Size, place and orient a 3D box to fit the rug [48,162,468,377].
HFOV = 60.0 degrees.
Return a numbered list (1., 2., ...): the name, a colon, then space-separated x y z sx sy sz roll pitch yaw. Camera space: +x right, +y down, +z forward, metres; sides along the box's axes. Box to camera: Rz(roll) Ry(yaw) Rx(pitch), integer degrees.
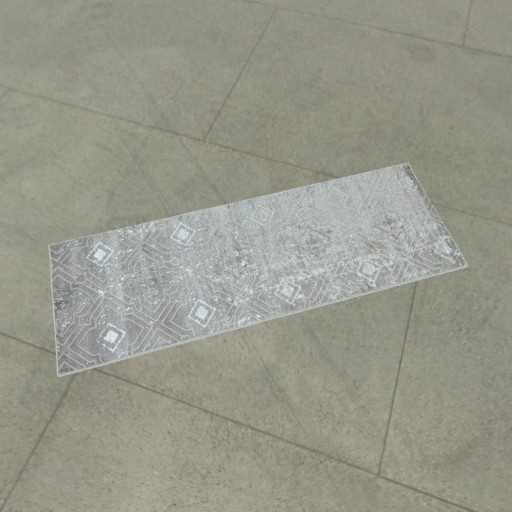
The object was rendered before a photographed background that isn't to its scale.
1. rug: 0.000 0.000 2.655 2.381 0.035 0.832 -14 62 -8
